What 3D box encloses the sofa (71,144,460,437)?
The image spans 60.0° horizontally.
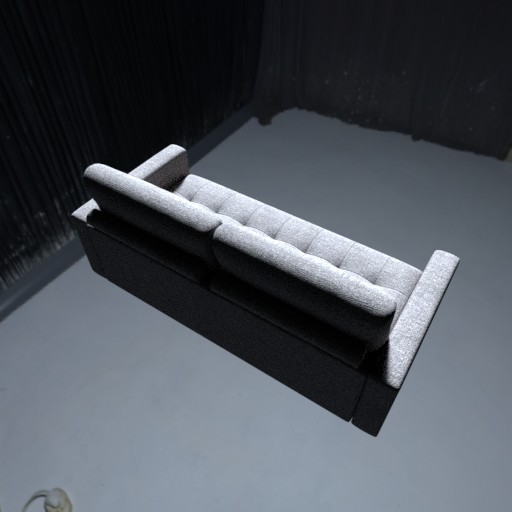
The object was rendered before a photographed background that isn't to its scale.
[{"bbox_3d":[0.000,0.000,2.343,1.821,0.902,0.863,26,52,22],"label":"sofa"}]
